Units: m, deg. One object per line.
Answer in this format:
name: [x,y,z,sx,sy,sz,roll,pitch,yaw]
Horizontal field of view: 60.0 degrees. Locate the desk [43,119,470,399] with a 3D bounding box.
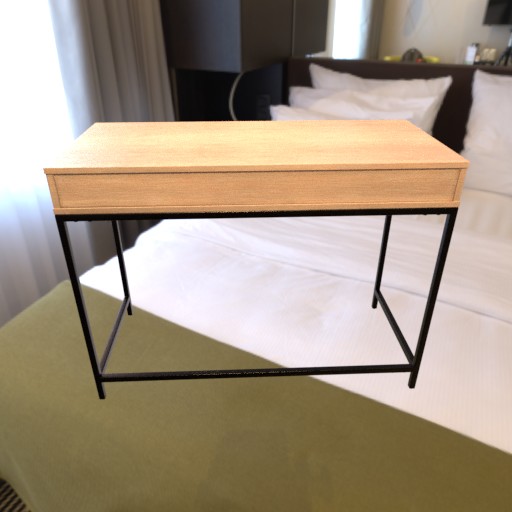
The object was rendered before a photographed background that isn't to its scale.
desk: [0.000,0.000,1.444,1.016,0.762,0.470,-1,30,-2]
